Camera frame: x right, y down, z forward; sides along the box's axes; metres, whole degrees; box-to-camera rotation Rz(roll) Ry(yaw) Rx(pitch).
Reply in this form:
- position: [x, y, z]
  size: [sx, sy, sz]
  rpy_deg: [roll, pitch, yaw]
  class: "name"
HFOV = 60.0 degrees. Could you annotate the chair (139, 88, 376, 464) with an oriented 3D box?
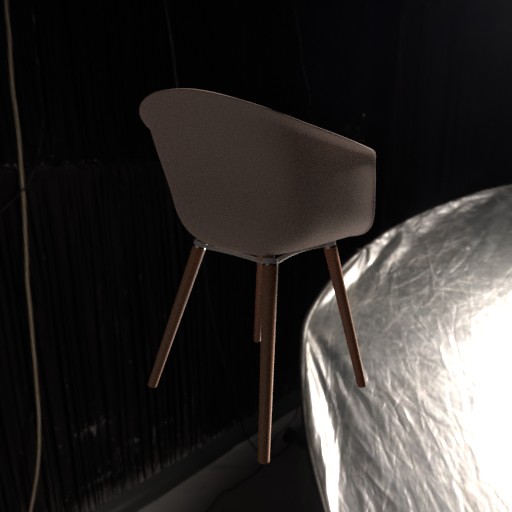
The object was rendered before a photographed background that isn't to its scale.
- position: [0.000, 0.000, 1.154]
  size: [0.593, 0.781, 0.504]
  rpy_deg: [14, 21, 43]
  class: "chair"
